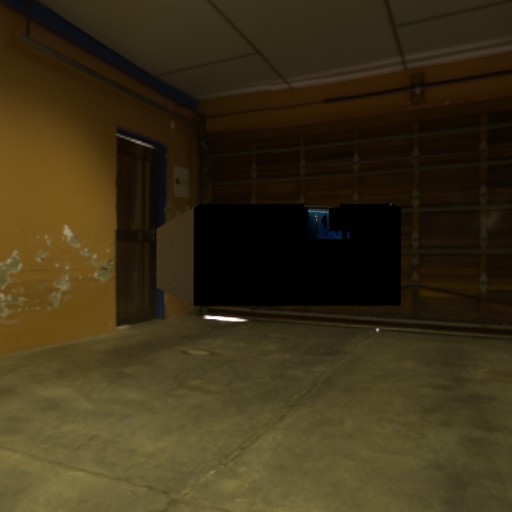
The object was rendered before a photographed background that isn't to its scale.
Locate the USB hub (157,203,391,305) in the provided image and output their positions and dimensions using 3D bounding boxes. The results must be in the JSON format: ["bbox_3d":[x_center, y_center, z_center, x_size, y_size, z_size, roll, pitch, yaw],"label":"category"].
[{"bbox_3d":[0.000,0.000,0.127,0.044,0.023,0.110,0,-1,-19],"label":"USB hub"}]
